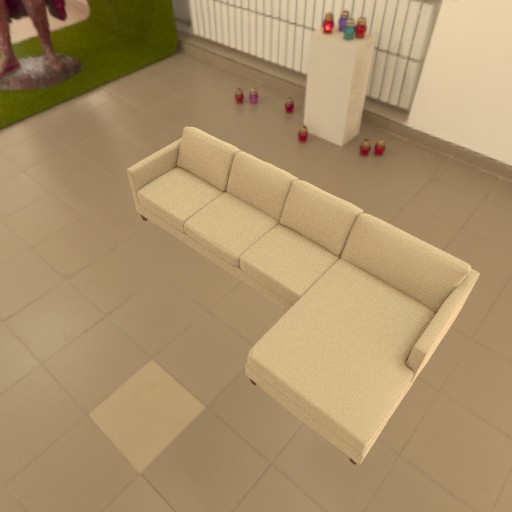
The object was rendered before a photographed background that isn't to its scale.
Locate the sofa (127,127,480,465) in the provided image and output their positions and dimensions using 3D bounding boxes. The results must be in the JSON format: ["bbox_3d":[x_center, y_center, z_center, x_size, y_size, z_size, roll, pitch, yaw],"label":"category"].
[{"bbox_3d":[0.000,0.000,3.871,3.186,0.861,1.625,32,54,27],"label":"sofa"}]
